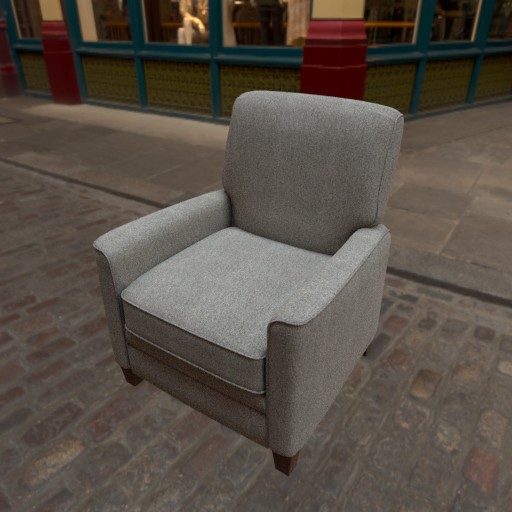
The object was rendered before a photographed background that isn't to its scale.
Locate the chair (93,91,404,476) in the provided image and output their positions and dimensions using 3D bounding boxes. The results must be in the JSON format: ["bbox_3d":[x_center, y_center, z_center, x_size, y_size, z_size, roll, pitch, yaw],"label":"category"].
[{"bbox_3d":[0.000,0.000,1.618,0.841,1.028,0.858,18,34,29],"label":"chair"}]
